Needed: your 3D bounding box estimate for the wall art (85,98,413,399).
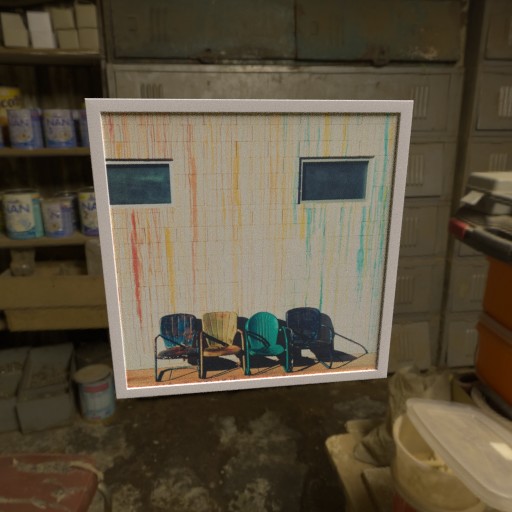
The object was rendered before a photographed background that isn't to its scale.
[{"bbox_3d":[0.000,0.000,1.145,0.760,0.760,0.036,-2,17,-7],"label":"wall art"}]
